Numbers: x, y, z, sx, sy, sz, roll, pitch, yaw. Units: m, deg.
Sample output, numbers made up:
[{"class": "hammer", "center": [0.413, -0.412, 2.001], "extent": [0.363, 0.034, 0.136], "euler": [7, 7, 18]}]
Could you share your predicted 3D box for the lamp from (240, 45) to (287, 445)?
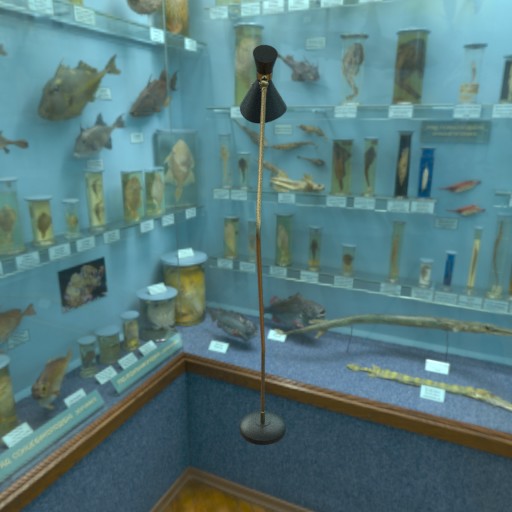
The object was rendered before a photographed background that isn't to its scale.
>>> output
[{"class": "lamp", "center": [0.000, 0.000, 1.637], "extent": [0.277, 1.438, 0.467], "euler": [8, 18, 26]}]
